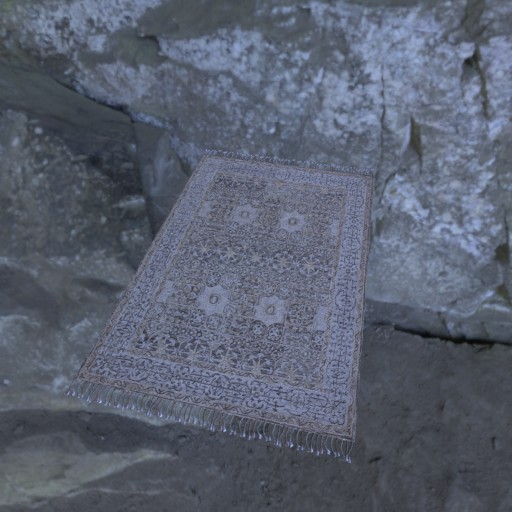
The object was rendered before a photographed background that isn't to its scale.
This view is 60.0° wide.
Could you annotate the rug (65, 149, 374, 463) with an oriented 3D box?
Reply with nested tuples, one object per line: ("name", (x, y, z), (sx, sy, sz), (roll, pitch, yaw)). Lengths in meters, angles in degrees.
("rug", (0.000, 0.000, 2.502), (1.237, 0.010, 2.029), (9, 46, 9))
